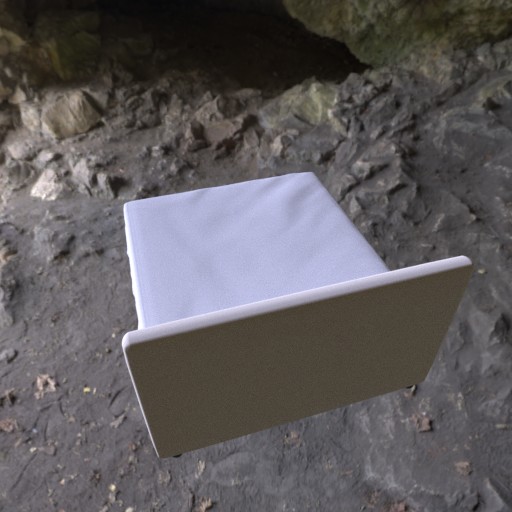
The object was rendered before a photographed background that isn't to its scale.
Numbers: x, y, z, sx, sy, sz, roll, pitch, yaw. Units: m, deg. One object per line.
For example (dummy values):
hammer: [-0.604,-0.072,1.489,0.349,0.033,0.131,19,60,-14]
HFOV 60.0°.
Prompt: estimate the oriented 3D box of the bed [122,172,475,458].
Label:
bed: [0.000,0.000,3.618,2.119,1.317,2.341,-12,43,-13]
